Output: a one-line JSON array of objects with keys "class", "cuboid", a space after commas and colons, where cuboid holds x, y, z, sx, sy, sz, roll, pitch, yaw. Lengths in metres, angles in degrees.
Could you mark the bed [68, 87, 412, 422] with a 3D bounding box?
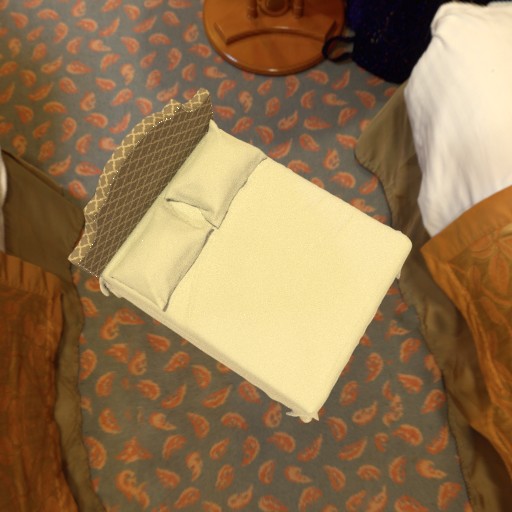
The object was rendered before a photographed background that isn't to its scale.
[{"class": "bed", "cuboid": [0.000, 0.000, 3.396, 2.222, 1.633, 1.780, 32, 77, 8]}]
